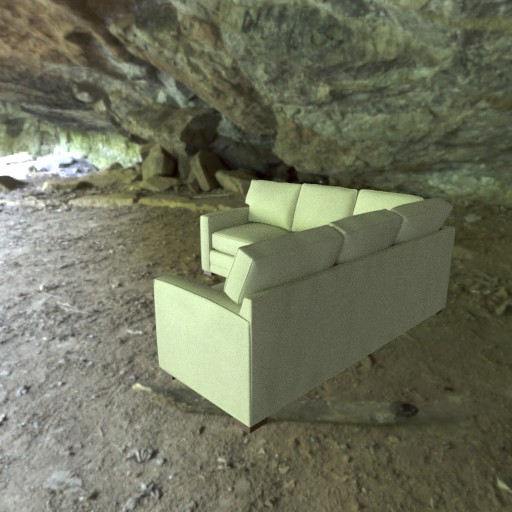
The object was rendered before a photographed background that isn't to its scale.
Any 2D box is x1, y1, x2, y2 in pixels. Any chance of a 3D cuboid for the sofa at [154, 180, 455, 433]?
[{"bbox_3d":[0.000,0.000,3.492,2.189,0.939,2.182,-15,22,-42],"label":"sofa"}]
